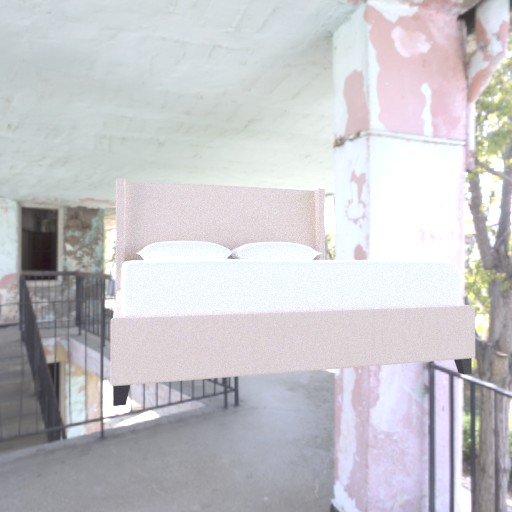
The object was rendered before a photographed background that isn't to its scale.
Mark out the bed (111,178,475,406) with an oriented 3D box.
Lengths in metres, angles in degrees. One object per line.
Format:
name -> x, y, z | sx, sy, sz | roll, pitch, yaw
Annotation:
bed -> 0.000, 0.000, 3.516 | 2.145, 1.471, 2.293 | 0, -1, -17
